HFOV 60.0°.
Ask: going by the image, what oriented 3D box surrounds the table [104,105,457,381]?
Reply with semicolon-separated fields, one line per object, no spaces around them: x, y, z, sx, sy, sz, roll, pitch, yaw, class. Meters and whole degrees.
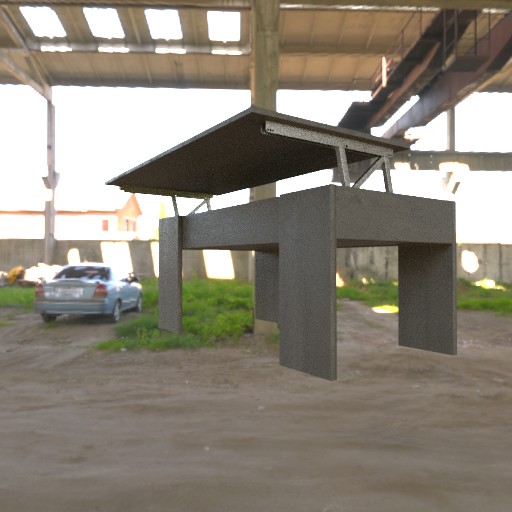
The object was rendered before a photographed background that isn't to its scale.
0.000;0.000;1.472;0.711;0.570;1.000;1;-1;-35;table
